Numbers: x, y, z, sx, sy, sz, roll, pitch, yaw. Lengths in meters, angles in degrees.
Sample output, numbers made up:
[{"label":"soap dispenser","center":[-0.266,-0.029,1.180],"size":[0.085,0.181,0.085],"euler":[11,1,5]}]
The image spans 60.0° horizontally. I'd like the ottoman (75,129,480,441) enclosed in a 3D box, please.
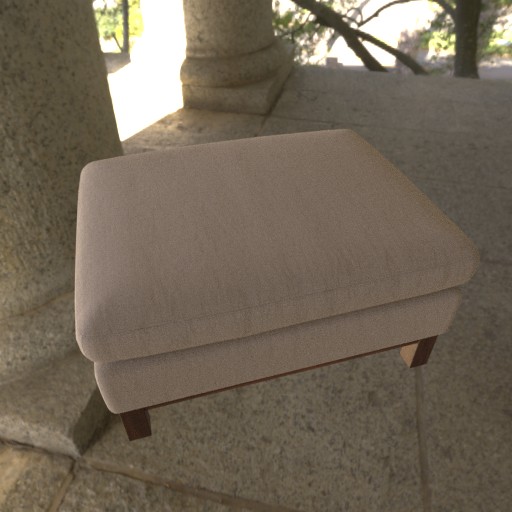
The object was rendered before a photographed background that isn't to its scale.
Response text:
[{"label":"ottoman","center":[0.000,0.000,1.077],"size":[0.771,0.420,0.606],"euler":[-10,41,-12]}]
